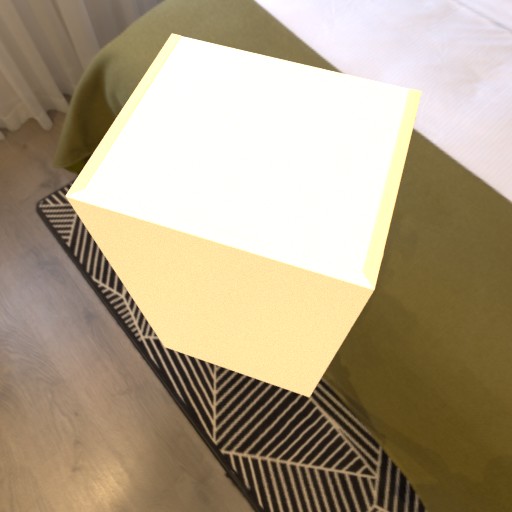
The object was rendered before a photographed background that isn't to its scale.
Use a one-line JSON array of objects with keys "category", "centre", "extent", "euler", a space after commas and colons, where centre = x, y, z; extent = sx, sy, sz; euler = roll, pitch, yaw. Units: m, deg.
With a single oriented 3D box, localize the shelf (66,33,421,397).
[{"category": "shelf", "centre": [0.000, 0.000, 0.794], "extent": [0.350, 0.600, 0.290], "euler": [17, 64, 9]}]
